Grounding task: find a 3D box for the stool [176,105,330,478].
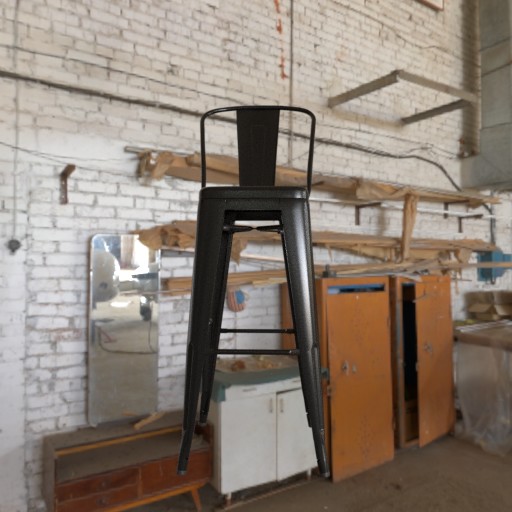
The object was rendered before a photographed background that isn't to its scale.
[{"bbox_3d":[0.000,0.000,1.348,0.399,1.096,0.513,0,-1,2],"label":"stool"}]
